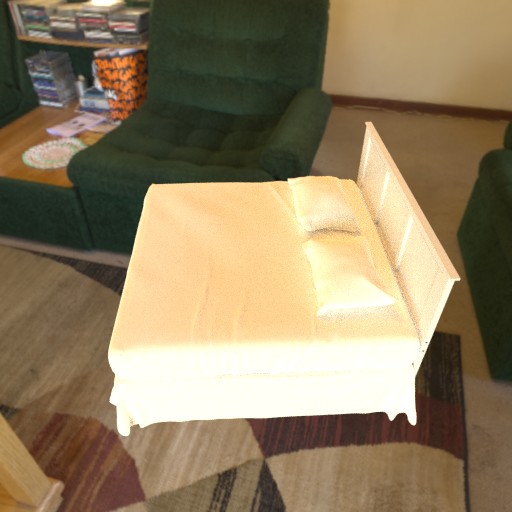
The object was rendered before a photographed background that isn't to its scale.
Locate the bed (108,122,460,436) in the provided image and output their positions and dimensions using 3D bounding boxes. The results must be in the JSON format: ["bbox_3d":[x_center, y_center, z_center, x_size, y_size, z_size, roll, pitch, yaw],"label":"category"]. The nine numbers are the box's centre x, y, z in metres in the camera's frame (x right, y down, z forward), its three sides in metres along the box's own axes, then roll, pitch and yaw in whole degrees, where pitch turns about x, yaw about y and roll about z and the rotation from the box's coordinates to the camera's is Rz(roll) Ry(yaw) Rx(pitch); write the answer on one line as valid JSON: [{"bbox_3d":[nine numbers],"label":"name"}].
[{"bbox_3d":[0.000,0.000,3.528,2.215,1.273,2.317,-2,41,-2],"label":"bed"}]
